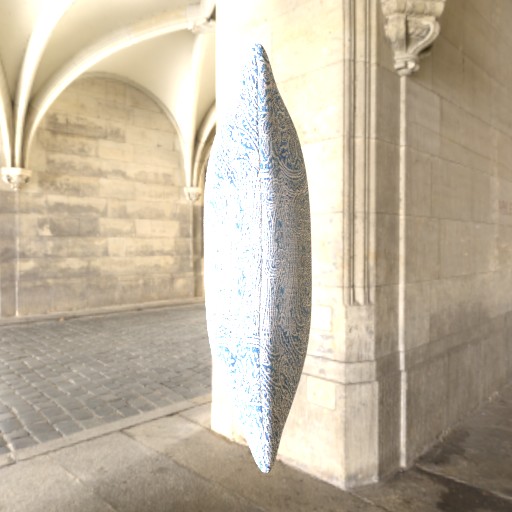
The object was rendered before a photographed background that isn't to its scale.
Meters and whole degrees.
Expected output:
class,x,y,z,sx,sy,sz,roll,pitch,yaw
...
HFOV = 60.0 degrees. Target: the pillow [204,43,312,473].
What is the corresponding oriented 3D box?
class,x,y,z,sx,sy,sz,roll,pitch,yaw
pillow,0.000,0.000,0.772,0.166,0.510,0.523,0,1,-2
